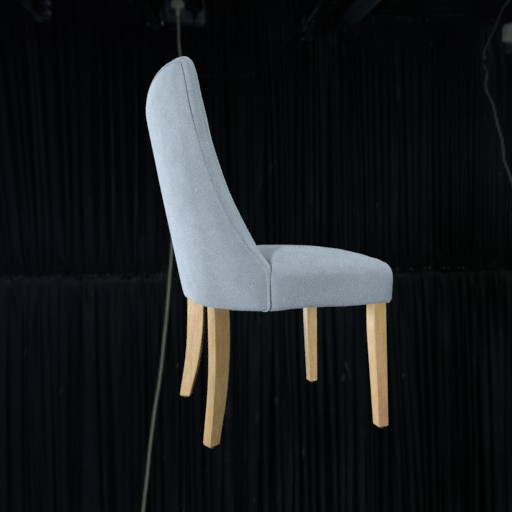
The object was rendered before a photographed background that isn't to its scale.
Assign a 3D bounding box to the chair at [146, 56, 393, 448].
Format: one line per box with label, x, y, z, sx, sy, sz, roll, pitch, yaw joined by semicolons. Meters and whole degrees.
chair;0.000;0.000;1.279;0.610;0.902;0.495;0;1;-18
